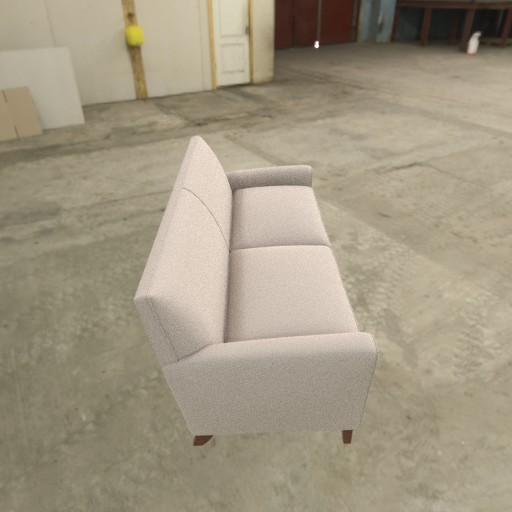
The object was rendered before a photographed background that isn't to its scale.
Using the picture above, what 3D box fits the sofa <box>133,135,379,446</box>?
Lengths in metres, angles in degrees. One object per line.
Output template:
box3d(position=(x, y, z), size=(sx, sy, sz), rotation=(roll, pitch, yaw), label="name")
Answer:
box3d(position=(0.000, 0.000, 2.529), size=(0.875, 0.846, 2.000), rotation=(-1, 31, -1), label="sofa")
